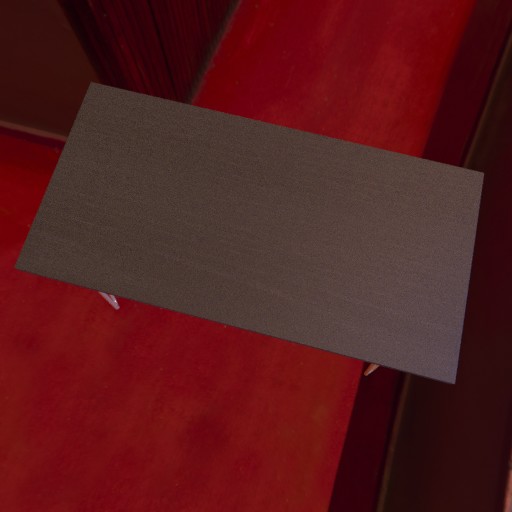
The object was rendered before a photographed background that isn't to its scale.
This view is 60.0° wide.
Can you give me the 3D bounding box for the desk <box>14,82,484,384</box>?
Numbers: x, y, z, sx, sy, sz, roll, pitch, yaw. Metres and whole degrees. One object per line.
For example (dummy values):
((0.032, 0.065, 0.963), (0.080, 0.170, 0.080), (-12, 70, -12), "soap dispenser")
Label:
((0.000, 0.000, 1.342), (0.991, 0.660, 0.499), (14, 75, 4), "desk")
